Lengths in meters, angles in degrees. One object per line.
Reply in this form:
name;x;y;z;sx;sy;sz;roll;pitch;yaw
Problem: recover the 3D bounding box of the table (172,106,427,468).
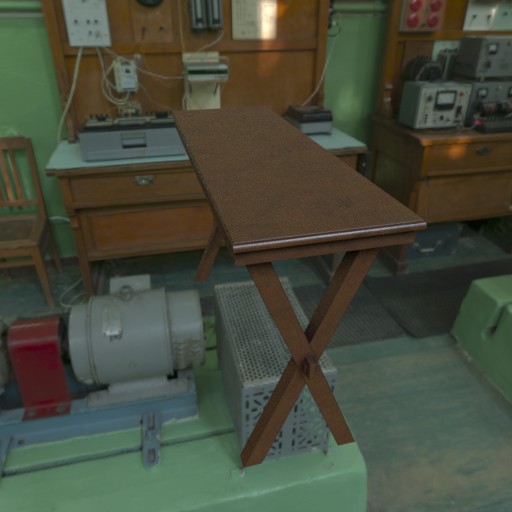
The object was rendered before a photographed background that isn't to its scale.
table;0.000;0.000;1.537;0.399;0.763;1.197;-7;31;-13
